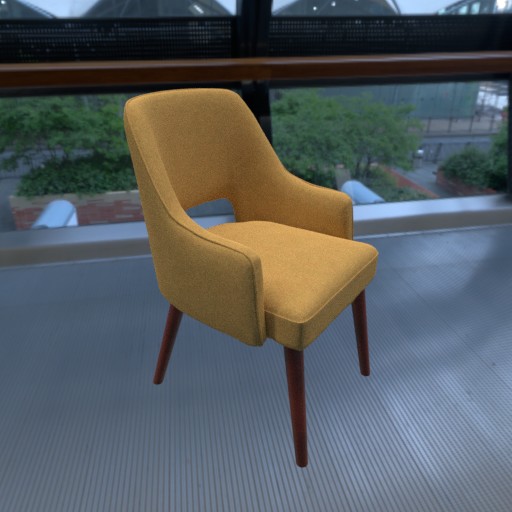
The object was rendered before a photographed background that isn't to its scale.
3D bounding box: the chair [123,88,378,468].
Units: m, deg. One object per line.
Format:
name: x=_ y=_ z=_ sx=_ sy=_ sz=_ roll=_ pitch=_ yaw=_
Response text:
chair: x=0.000 y=0.000 z=1.249 sx=0.605 sy=0.849 sz=0.548 roll=17 pitch=30 yaw=31
